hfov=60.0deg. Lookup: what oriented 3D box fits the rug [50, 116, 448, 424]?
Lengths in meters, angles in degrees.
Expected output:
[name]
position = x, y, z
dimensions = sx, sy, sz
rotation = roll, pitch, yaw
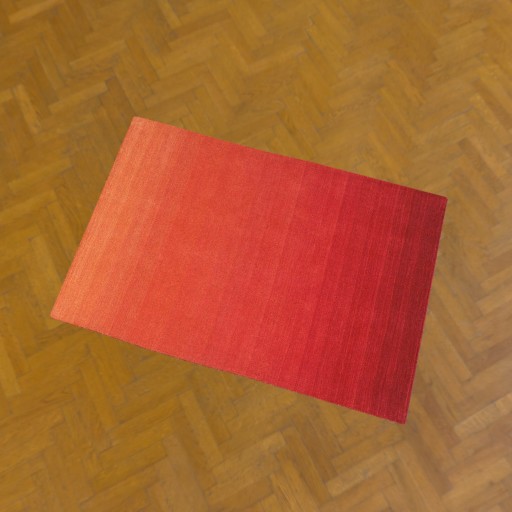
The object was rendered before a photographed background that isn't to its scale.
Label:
[rug]
position = 0.000, 0.000, 2.339
dimensions = 1.835, 0.018, 1.230
rotation = 16, 74, 4
